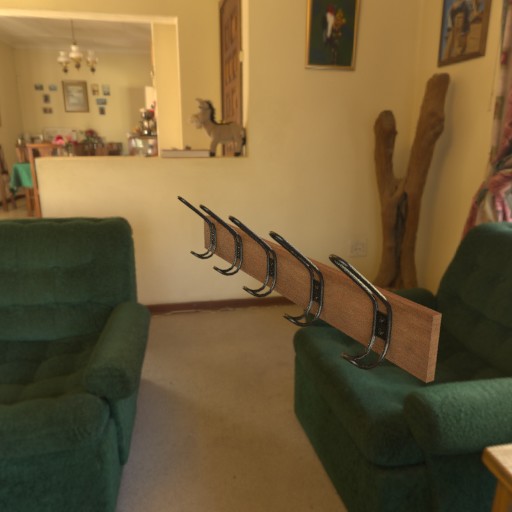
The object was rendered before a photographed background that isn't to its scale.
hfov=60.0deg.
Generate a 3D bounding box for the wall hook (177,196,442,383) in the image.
[{"bbox_3d":[0.000,0.000,0.606,0.076,0.116,0.554,-8,17,-26],"label":"wall hook"}]
